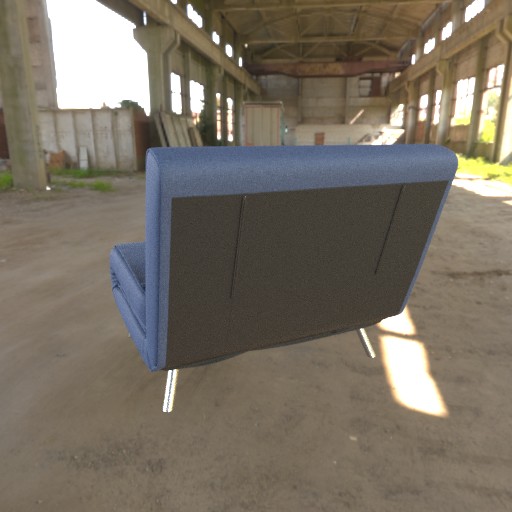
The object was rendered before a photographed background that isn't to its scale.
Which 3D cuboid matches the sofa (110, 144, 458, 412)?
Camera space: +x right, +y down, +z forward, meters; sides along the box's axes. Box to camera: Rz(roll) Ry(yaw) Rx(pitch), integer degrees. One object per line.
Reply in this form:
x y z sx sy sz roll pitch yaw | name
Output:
0.000 0.000 1.742 0.999 0.860 0.996 -7 17 -25 | sofa
